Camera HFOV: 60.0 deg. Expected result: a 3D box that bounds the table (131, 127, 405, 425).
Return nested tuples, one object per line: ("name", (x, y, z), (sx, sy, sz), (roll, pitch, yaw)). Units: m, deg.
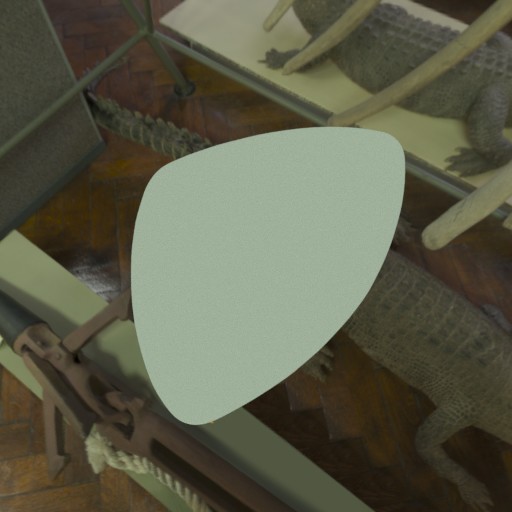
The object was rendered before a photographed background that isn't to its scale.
("table", (0.000, 0.000, 1.694), (0.850, 0.440, 1.250), (33, 68, 15))
